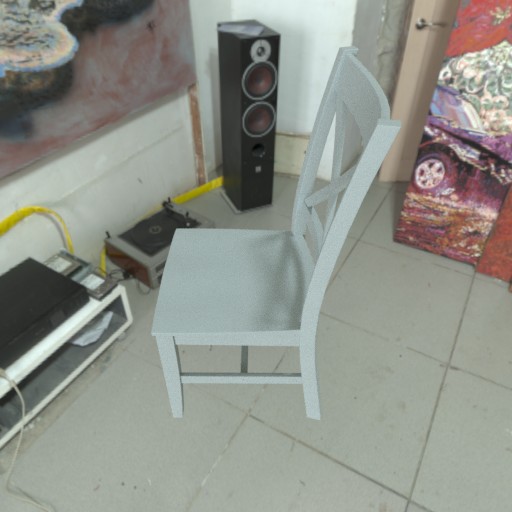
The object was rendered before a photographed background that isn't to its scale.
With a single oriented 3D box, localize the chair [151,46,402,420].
[{"bbox_3d":[0.000,0.000,1.253,0.542,0.983,0.485,0,40,0],"label":"chair"}]
